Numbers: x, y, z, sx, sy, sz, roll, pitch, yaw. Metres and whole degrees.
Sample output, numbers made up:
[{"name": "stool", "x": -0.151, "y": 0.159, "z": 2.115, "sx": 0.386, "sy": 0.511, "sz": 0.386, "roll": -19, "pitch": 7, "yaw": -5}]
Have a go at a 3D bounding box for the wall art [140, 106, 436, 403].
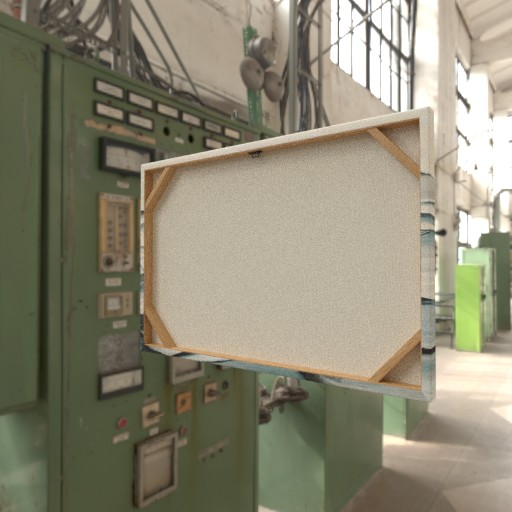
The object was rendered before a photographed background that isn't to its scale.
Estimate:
[{"name": "wall art", "x": 0.000, "y": 0.000, "z": 1.193, "sx": 0.914, "sy": 0.609, "sz": 0.039, "roll": -1, "pitch": -1, "yaw": 36}]
